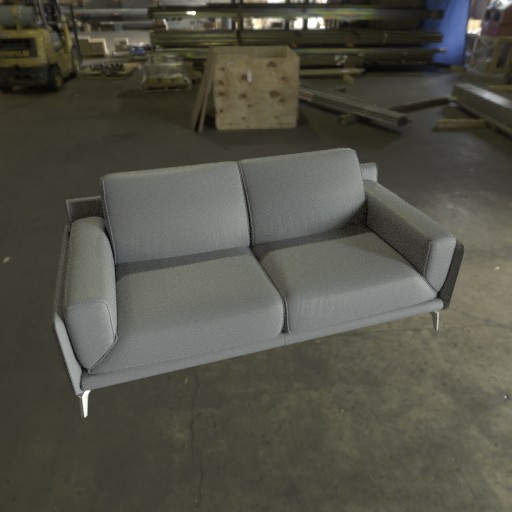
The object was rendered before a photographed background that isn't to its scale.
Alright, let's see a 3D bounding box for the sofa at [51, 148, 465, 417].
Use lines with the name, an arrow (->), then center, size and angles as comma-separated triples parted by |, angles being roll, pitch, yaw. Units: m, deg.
sofa -> 0.000, 0.000, 2.539 | 2.100, 0.900, 0.969 | -10, 33, -15
